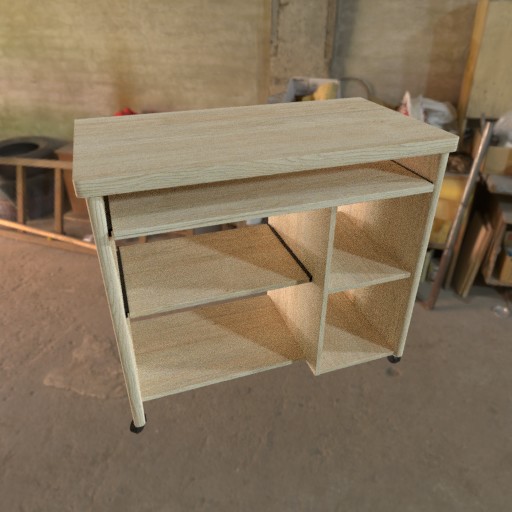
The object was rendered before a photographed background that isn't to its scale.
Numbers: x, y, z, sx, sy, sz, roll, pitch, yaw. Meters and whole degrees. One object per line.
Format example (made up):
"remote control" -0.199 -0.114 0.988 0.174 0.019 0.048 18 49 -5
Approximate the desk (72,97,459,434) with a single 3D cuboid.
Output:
"desk" 0.000 0.000 1.338 0.885 0.770 0.480 -10 33 -16
